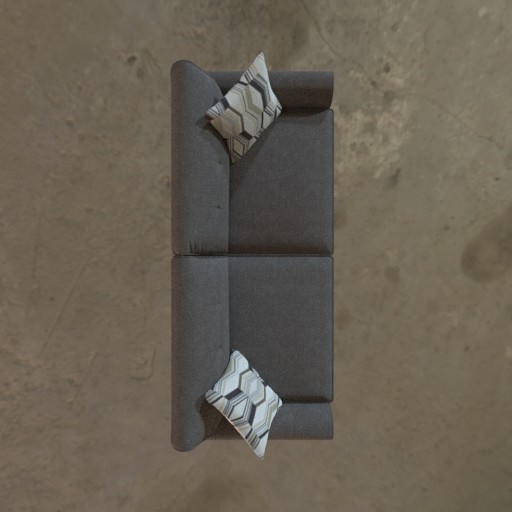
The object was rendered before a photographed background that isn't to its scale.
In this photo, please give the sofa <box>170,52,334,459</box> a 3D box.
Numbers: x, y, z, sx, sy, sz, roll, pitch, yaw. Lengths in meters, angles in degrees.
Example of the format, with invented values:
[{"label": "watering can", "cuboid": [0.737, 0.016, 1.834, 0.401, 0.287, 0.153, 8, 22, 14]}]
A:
[{"label": "sofa", "cuboid": [0.000, 0.000, 2.507, 0.889, 0.813, 2.032, 0, 90, 0]}]
